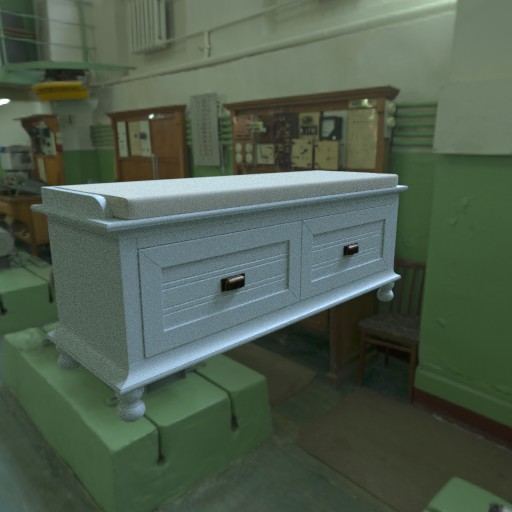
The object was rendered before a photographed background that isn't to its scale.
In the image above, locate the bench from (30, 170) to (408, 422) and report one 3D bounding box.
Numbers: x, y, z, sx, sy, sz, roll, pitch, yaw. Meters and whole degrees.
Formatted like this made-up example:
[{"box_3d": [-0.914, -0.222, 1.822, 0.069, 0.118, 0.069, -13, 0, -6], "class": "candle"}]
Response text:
[{"box_3d": [0.000, 0.000, 1.415, 1.185, 0.486, 0.402, -13, 19, -43], "class": "bench"}]
